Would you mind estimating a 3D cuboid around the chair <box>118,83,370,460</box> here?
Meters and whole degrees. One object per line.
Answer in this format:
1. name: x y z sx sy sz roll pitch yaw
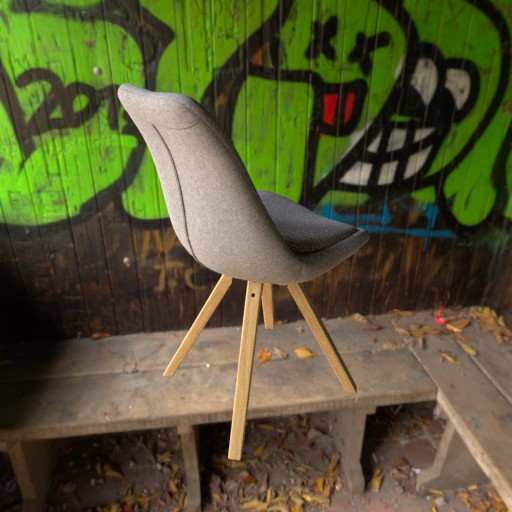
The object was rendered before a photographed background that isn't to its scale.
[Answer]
1. chair: 0.000 0.000 1.175 0.550 0.865 0.483 -18 31 -32
